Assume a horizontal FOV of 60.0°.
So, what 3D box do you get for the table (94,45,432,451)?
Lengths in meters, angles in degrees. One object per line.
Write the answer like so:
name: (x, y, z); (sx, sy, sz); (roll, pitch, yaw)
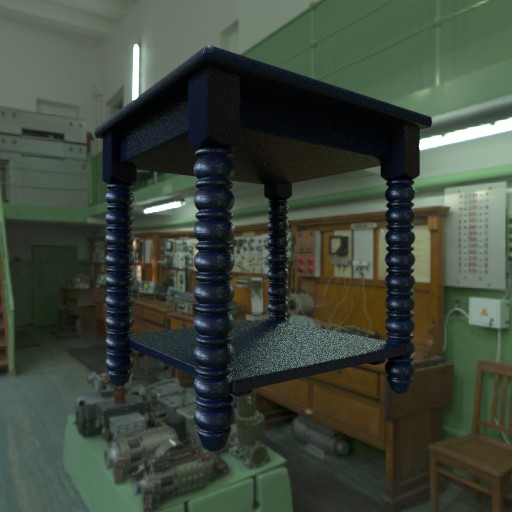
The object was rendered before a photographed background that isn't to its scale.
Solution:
table: (0.000, 0.000, 0.947); (0.533, 0.567, 0.500); (0, 0, -37)
